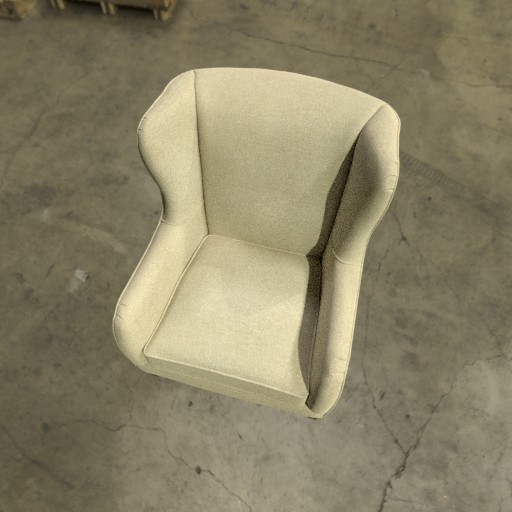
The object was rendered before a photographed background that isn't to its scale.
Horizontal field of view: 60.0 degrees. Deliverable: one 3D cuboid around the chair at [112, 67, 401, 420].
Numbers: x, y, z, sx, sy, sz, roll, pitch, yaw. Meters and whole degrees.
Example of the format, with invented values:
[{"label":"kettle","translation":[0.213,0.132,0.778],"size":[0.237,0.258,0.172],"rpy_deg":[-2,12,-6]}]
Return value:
[{"label":"chair","translation":[0.000,0.000,1.747],"size":[0.838,1.040,0.966],"rpy_deg":[13,59,8]}]
